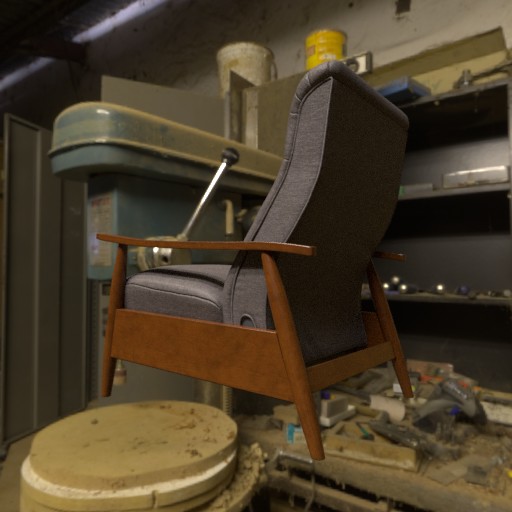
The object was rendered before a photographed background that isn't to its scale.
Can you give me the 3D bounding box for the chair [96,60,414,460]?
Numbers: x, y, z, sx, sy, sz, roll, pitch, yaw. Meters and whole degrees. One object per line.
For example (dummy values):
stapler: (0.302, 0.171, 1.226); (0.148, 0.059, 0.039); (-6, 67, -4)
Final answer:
chair: (0.000, 0.000, 1.729); (1.014, 1.081, 0.762); (-2, -2, 37)
